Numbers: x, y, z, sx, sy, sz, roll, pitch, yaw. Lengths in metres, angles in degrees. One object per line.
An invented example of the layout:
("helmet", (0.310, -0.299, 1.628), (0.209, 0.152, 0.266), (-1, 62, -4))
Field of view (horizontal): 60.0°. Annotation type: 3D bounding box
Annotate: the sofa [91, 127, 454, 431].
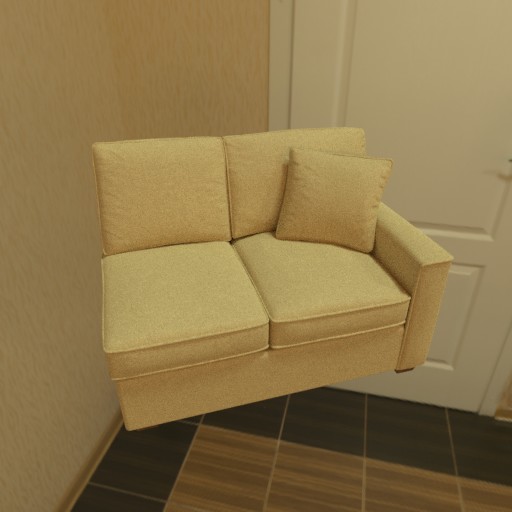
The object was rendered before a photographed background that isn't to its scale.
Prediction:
("sofa", (0.000, 0.000, 2.068), (1.388, 0.989, 0.991), (-8, 31, -14))
